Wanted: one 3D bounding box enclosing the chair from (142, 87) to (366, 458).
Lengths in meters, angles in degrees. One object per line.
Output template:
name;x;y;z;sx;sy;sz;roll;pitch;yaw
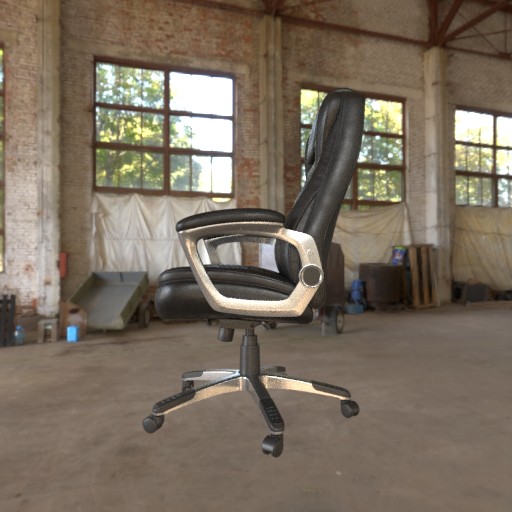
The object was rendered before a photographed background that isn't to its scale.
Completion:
chair;0.000;0.000;1.511;0.689;1.075;0.697;0;0;1
